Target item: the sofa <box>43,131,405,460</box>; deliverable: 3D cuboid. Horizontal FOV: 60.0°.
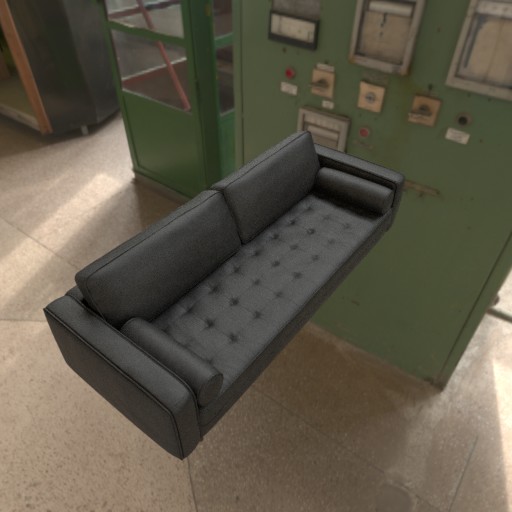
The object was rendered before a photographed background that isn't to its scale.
[{"bbox_3d":[0.000,0.000,2.645,0.914,0.762,2.210,27,49,27],"label":"sofa"}]
